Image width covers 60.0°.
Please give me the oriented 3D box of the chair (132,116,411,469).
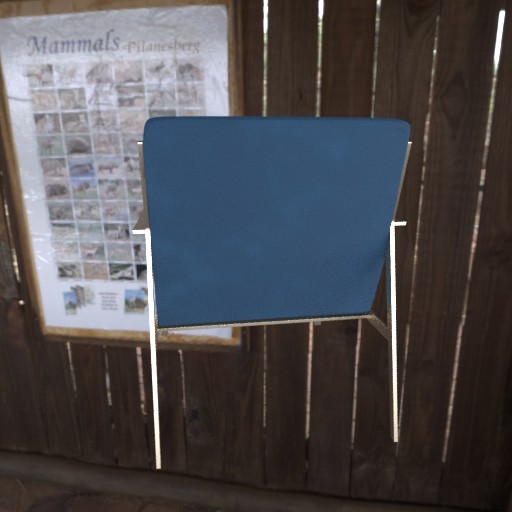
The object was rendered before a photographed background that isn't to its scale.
[{"bbox_3d":[0.000,0.000,1.437,0.692,0.831,0.859,-2,15,-9],"label":"chair"}]
